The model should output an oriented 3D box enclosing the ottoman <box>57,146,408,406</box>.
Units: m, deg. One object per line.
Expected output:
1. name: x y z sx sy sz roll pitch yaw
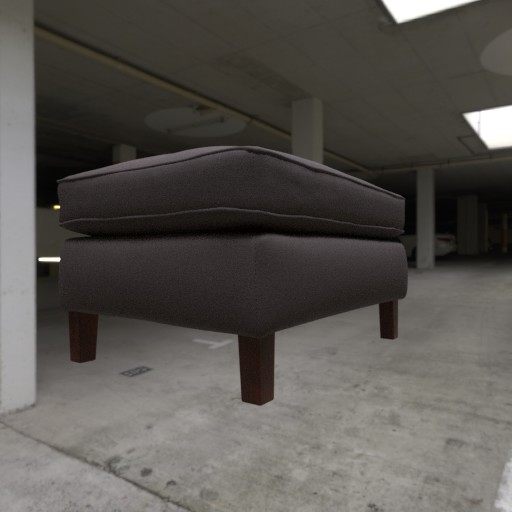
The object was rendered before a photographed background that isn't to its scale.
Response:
1. ottoman: 0.000 0.000 0.979 0.508 0.406 0.686 0 0 35
